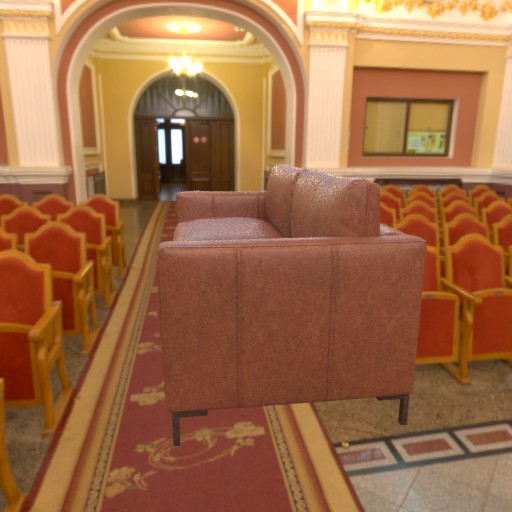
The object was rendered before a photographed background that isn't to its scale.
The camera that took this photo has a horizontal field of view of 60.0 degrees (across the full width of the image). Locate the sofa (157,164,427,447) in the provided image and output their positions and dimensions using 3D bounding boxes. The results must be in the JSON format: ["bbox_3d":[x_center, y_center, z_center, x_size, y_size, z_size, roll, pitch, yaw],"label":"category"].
[{"bbox_3d":[0.000,0.000,2.258,0.899,0.883,1.797,-2,14,-8],"label":"sofa"}]
